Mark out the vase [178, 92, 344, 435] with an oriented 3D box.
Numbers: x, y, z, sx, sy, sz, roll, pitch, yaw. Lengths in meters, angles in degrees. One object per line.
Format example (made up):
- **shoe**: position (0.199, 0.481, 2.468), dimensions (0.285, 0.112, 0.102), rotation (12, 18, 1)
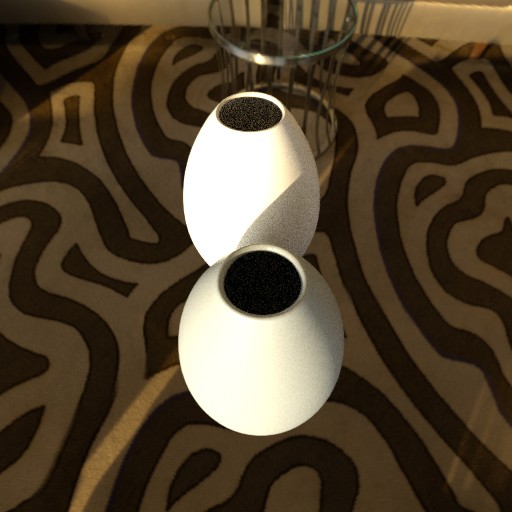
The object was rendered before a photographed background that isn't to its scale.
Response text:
- **vase**: position (0.000, 0.000, 0.256), dimensions (0.089, 0.131, 0.187), rotation (-3, 59, -2)
